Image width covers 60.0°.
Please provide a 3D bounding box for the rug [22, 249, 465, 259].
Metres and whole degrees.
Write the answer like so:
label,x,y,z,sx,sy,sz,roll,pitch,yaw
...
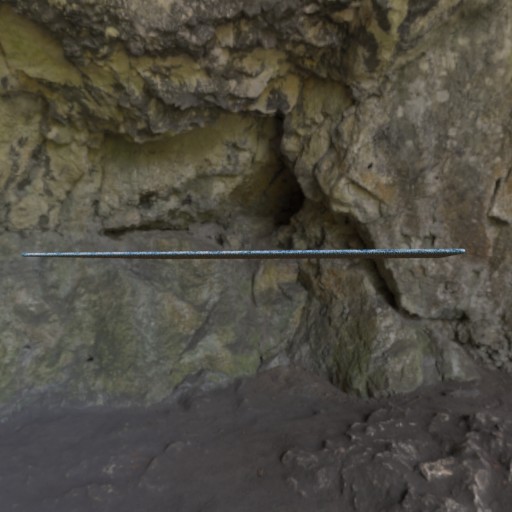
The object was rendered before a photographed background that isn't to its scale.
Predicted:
label,x,y,z,sx,sy,sz,roll,pitch,yaw
rug,0.000,0.000,2.281,1.829,0.016,1.219,0,-1,19
